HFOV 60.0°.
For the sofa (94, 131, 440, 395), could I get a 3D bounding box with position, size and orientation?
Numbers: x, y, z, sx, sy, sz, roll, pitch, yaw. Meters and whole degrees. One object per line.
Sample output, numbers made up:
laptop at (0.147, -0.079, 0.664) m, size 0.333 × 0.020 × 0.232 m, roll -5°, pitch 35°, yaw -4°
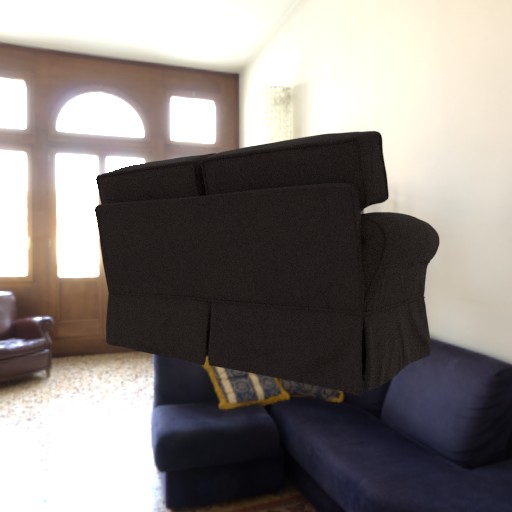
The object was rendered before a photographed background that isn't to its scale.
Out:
sofa at (0.000, 0.000, 2.476) m, size 1.801 × 1.059 × 0.997 m, roll 1°, pitch 2°, yaw 35°
